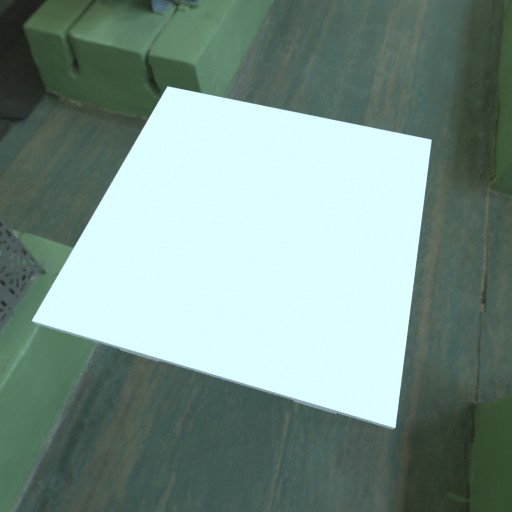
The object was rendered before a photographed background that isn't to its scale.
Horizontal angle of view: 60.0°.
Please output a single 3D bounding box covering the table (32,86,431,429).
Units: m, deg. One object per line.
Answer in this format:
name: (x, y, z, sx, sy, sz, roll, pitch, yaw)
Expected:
table: (0.000, 0.000, 1.068, 0.670, 0.305, 0.670, 14, 61, 8)
